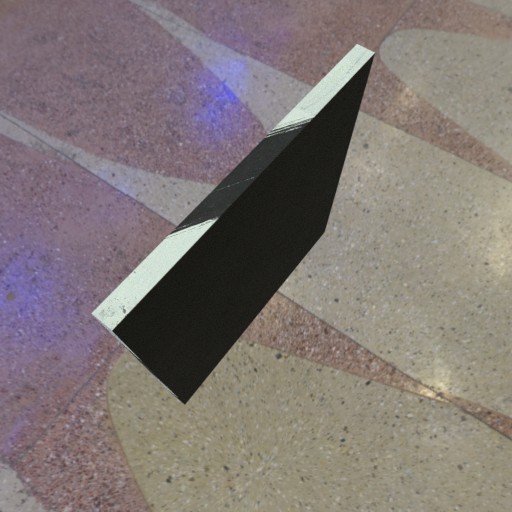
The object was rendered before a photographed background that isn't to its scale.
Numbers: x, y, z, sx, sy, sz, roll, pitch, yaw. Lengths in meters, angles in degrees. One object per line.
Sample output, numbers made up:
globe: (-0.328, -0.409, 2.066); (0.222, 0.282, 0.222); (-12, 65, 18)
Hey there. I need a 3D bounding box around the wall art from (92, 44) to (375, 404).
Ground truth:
wall art: (0.000, 0.000, 1.148); (0.046, 0.765, 0.765); (35, 68, 16)
